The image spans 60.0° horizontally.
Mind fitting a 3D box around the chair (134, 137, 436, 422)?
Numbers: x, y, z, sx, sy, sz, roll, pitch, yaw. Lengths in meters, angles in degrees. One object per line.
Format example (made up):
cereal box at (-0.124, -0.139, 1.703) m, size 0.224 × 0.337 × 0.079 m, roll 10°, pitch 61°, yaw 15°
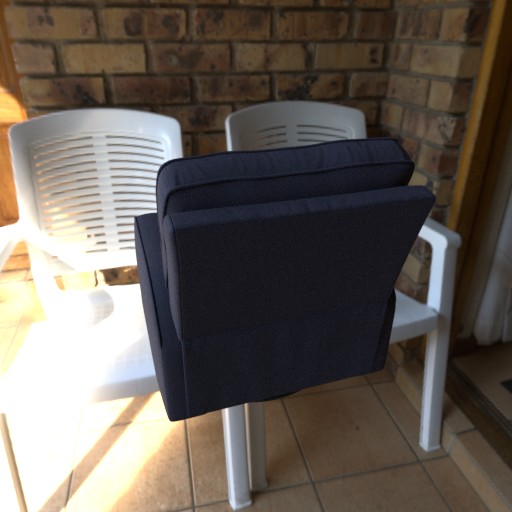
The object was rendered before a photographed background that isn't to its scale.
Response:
chair at (0.000, 0.000, 1.683) m, size 0.861 × 0.962 × 0.964 m, roll -9°, pitch 28°, yaw -16°
